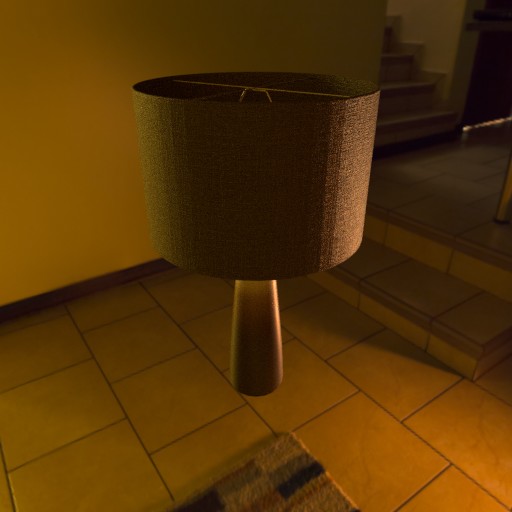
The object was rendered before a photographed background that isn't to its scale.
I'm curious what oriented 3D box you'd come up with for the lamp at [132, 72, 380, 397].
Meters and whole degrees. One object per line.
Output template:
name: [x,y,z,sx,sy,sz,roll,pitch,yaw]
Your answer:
lamp: [0.000,0.000,0.669,0.303,0.488,0.303,0,28,0]
